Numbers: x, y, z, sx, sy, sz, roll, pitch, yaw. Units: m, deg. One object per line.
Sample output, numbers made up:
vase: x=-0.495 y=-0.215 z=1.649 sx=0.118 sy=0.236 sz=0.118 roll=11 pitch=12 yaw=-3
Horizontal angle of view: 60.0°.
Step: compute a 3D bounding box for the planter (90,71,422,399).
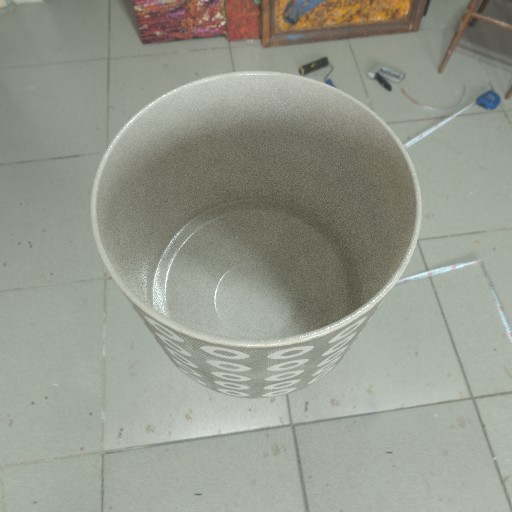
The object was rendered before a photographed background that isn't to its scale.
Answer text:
planter: x=0.000 y=0.000 z=0.443 sx=0.250 sy=0.239 sz=0.250 roll=0 pitch=63 yaw=0
